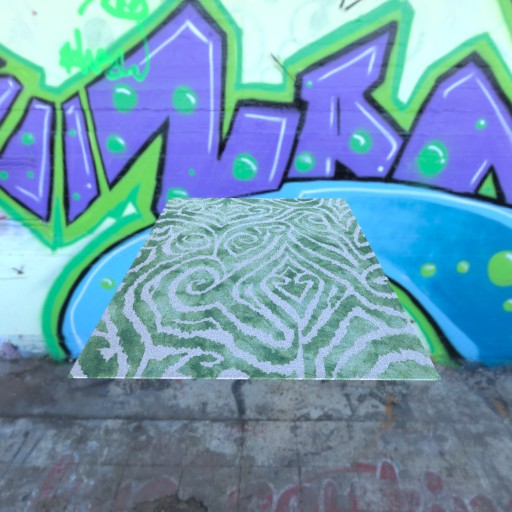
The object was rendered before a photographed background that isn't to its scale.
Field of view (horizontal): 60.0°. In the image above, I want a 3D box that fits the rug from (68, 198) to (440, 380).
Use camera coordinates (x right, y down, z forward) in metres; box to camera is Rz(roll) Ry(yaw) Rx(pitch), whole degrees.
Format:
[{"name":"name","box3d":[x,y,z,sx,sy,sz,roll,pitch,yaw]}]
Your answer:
[{"name":"rug","box3d":[0.000,0.000,2.267,1.220,0.006,1.826,0,26,0]}]
